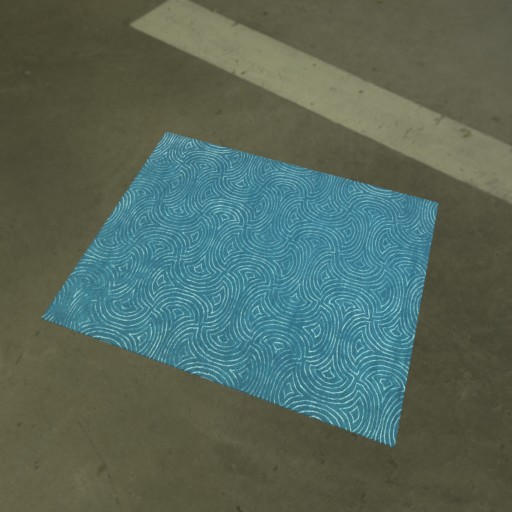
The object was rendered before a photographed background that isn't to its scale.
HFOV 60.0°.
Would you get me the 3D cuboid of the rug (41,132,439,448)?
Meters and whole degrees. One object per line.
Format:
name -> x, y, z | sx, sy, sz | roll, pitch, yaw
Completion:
rug -> 0.000, 0.000, 4.125 | 3.033, 0.012, 2.432 | 17, 59, 10
